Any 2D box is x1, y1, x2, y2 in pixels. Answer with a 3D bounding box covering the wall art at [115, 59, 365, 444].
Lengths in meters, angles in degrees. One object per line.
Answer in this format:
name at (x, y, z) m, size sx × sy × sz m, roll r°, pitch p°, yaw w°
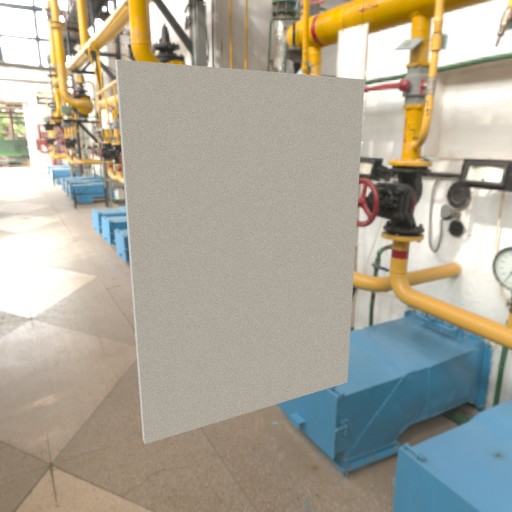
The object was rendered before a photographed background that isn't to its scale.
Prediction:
wall art at (0.000, 0.000, 0.686) m, size 0.381 × 0.533 × 0.013 m, roll -7°, pitch 16°, yaw -27°
